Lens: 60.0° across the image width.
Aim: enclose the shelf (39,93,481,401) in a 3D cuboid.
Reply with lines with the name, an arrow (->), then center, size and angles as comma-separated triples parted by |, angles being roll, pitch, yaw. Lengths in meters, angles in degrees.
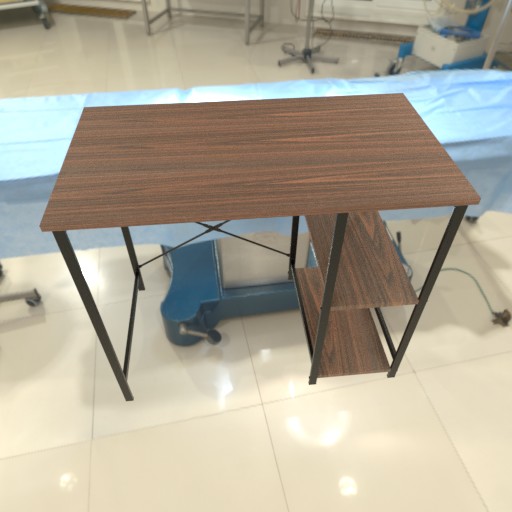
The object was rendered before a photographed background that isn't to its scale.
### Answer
shelf -> 0.000, 0.000, 1.339 | 0.902, 0.750, 0.498 | -4, 45, -4
